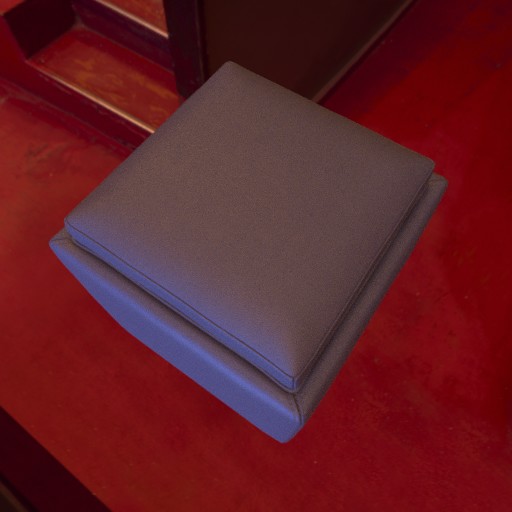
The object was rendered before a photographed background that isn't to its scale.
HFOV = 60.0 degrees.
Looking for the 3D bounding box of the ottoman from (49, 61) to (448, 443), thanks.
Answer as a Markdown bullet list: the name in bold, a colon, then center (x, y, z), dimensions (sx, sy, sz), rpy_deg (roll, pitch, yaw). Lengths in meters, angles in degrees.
- **ottoman**: center (0.000, 0.000, 0.800), dimensions (0.450, 0.460, 0.451), rpy_deg (32, 68, 15)
